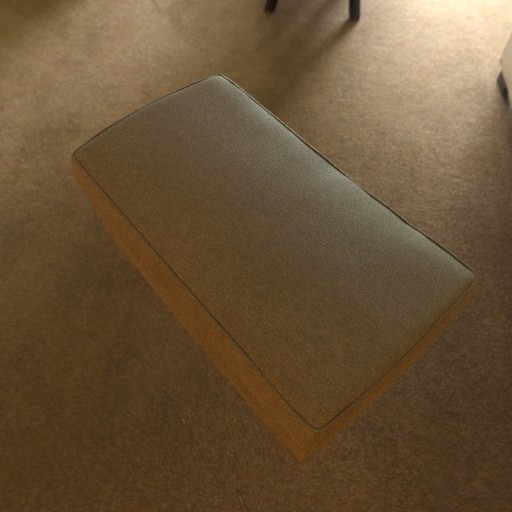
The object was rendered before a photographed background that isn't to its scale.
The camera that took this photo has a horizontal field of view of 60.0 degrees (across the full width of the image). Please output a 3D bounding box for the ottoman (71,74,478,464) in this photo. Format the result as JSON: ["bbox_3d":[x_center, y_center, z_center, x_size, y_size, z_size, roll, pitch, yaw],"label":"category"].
[{"bbox_3d":[0.000,0.000,1.117,0.490,0.448,0.864,-36,65,-20],"label":"ottoman"}]
